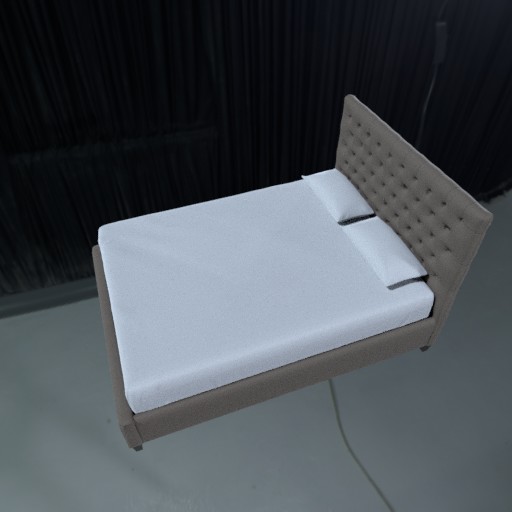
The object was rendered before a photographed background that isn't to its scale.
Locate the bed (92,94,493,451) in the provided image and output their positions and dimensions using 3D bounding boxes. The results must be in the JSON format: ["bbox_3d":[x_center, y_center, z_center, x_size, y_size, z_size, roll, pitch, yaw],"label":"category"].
[{"bbox_3d":[0.000,0.000,3.322,2.387,1.427,1.698,-15,47,-14],"label":"bed"}]
